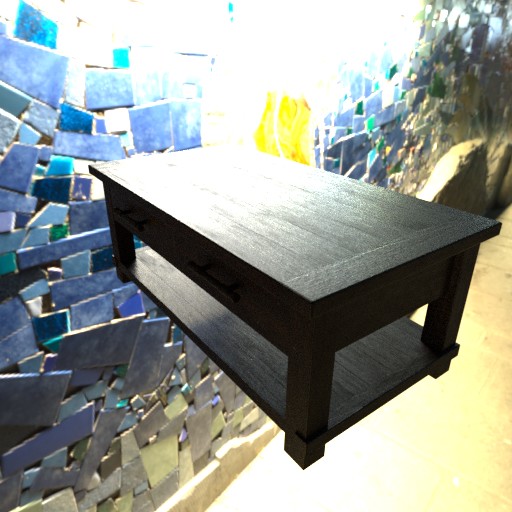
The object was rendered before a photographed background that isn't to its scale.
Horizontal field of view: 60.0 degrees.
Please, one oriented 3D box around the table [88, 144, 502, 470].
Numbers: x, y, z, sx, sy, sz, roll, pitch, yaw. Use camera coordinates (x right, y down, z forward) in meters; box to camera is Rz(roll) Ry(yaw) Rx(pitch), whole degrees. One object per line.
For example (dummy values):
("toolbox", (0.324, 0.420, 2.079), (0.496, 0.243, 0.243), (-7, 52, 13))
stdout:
("table", (0.000, 0.000, 1.546), (0.700, 0.494, 1.270), (-18, 31, -32))
